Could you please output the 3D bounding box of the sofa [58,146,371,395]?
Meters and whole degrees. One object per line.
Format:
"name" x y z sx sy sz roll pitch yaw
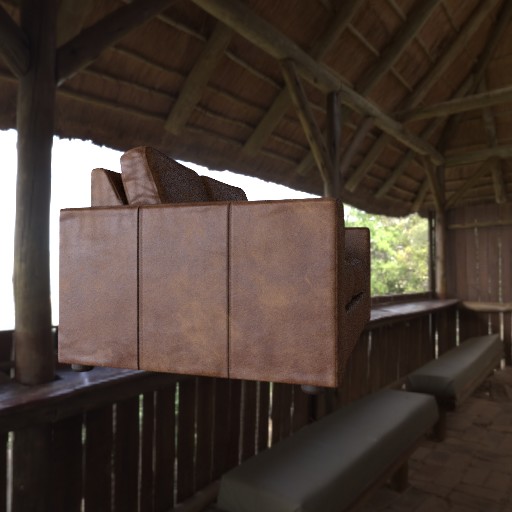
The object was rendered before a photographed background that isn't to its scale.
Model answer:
"sofa" 0.000 0.000 2.253 1.041 0.889 1.626 0 0 18
